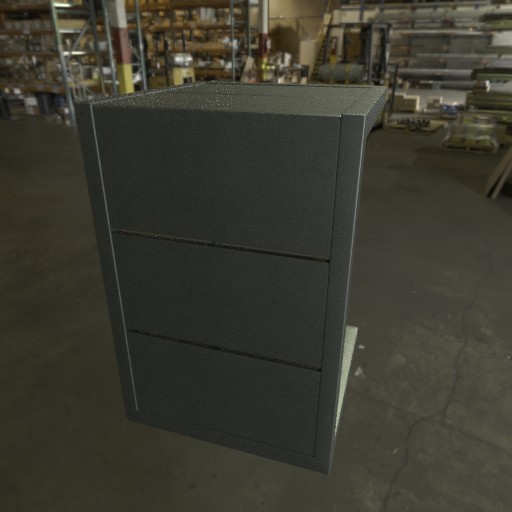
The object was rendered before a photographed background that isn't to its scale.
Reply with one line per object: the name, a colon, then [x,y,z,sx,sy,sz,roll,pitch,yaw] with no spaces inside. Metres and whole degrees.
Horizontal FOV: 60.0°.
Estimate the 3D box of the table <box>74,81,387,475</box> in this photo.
table: [0.000,0.000,0.878,0.405,0.609,0.420,8,27,16]
